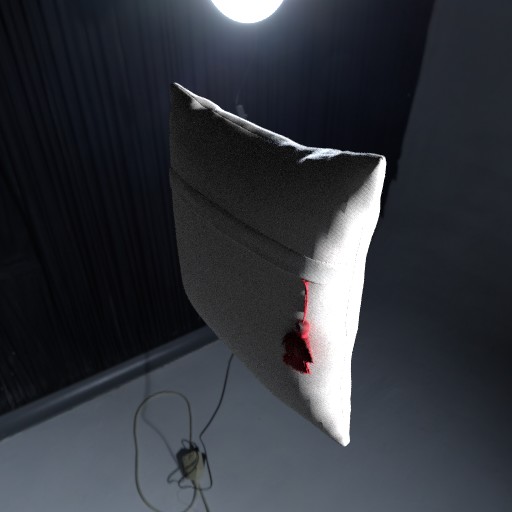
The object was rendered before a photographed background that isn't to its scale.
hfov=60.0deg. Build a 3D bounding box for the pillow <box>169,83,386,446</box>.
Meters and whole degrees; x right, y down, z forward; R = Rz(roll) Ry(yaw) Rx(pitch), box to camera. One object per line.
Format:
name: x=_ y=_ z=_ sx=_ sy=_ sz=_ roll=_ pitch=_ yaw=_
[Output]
pillow: x=0.000 y=0.000 z=0.673 sx=0.173 sy=0.436 sz=0.433 roll=-21 pitch=37 yaw=-30
